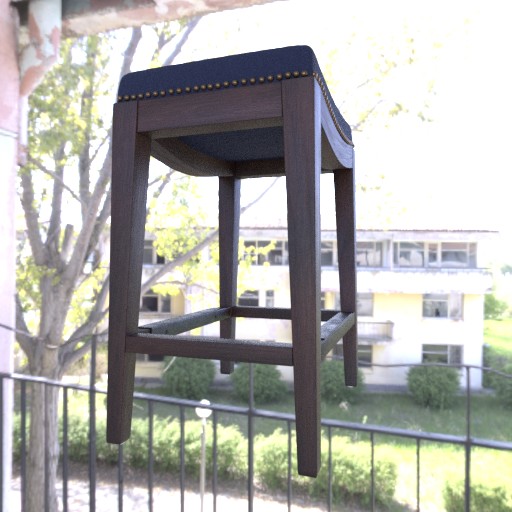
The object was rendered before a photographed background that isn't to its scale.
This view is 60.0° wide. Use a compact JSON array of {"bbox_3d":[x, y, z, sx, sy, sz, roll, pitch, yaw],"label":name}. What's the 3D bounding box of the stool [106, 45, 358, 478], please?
[{"bbox_3d":[0.000,0.000,0.924,0.361,0.642,0.500,0,0,20],"label":"stool"}]
